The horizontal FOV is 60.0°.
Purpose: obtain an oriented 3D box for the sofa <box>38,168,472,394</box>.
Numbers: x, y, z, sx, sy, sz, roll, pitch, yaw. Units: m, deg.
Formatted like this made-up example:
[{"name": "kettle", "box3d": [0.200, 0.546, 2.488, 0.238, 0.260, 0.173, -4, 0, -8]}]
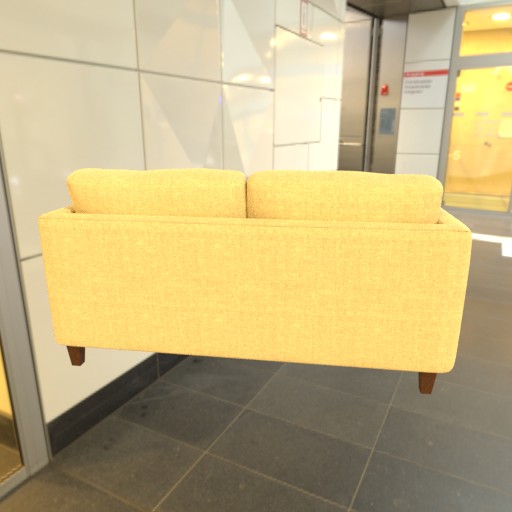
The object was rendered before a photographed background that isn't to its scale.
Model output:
[{"name": "sofa", "box3d": [0.000, 0.000, 2.372, 1.884, 0.963, 0.950, 2, 17, 8]}]
